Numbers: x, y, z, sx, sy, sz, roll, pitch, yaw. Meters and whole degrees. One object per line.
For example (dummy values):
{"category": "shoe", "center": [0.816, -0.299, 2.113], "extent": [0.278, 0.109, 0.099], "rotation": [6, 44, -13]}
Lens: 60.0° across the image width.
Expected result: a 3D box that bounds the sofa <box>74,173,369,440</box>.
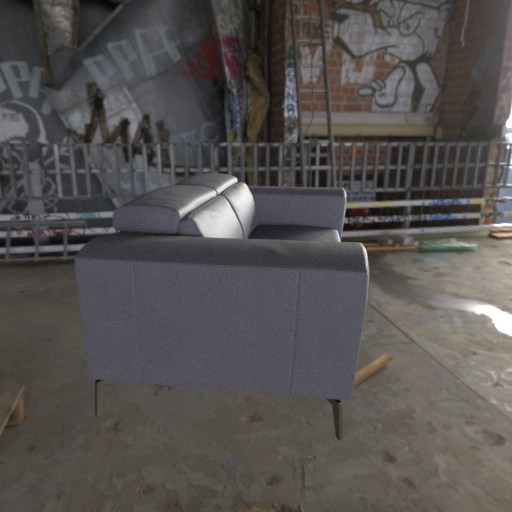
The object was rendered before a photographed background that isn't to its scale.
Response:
{"category": "sofa", "center": [0.000, 0.000, 2.377], "extent": [1.003, 0.779, 1.895], "rotation": [2, 16, 8]}
